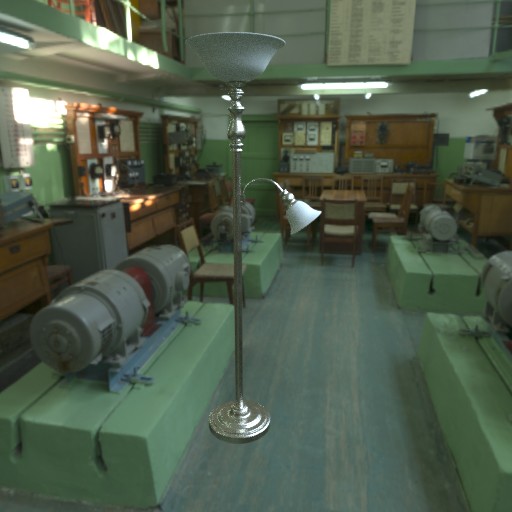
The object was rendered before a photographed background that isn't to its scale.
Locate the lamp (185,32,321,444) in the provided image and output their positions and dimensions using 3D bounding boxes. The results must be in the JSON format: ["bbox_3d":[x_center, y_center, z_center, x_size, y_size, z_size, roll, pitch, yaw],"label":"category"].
[{"bbox_3d":[0.000,0.000,2.025,0.575,1.785,0.405,2,15,9],"label":"lamp"}]
